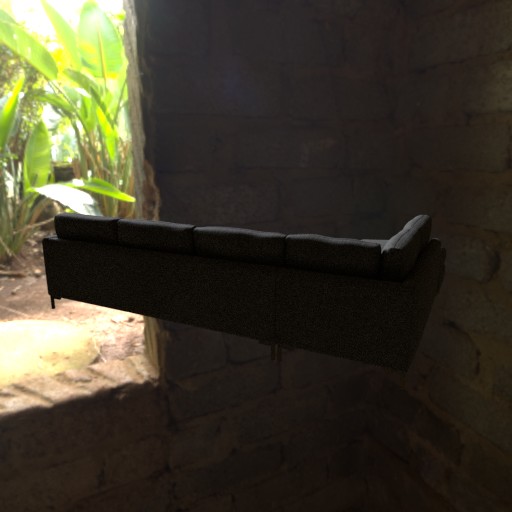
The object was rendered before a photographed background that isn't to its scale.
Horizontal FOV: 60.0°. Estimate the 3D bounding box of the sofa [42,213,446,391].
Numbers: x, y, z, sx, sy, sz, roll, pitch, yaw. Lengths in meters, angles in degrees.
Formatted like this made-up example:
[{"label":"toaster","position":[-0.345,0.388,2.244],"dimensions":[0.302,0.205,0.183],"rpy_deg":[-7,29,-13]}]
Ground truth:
[{"label":"sofa","position":[0.000,0.000,3.860],"dimensions":[2.949,0.815,2.007],"rpy_deg":[7,15,26]}]
